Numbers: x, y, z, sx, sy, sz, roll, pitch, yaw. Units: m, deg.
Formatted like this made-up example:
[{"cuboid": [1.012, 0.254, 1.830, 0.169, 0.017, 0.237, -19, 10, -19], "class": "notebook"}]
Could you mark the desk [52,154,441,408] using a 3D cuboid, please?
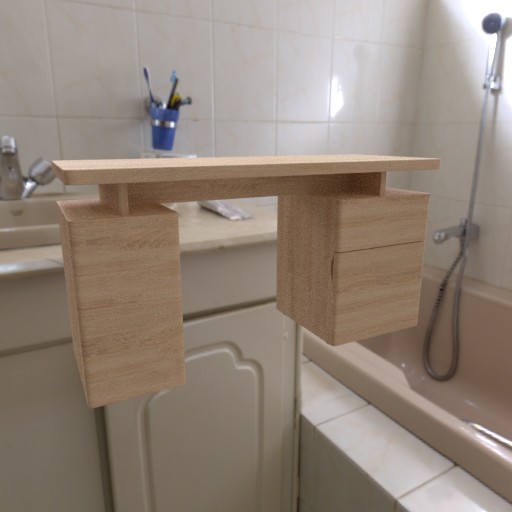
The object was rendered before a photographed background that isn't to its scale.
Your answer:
[{"cuboid": [0.000, 0.000, 1.788, 1.400, 0.760, 0.550, -8, 17, -26], "class": "desk"}]
